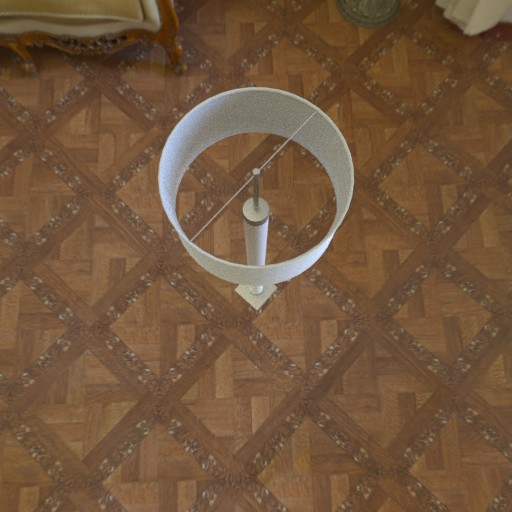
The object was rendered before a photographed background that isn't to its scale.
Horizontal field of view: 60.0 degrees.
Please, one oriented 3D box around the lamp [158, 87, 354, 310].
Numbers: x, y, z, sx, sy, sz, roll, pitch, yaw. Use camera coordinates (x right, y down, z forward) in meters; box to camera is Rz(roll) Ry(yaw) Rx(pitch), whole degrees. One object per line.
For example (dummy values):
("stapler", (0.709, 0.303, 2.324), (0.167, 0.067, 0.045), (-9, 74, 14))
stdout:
("lamp", (0.000, 0.000, 1.652), (0.420, 1.475, 0.420), (41, 79, 9))
